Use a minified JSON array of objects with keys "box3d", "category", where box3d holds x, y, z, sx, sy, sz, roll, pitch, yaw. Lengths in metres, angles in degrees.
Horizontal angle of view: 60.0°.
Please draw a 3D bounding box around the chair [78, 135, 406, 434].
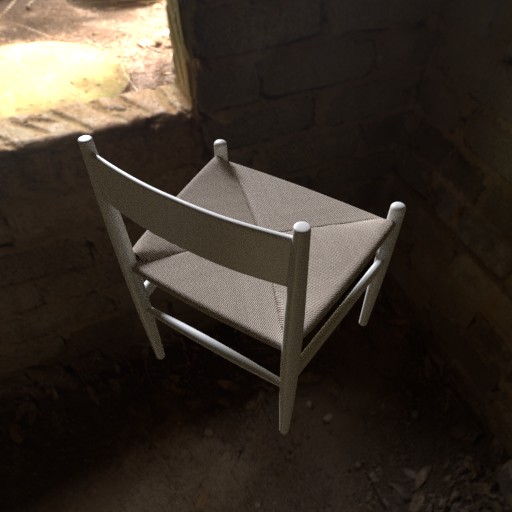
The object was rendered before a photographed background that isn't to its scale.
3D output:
[{"box3d":[0.000,0.000,1.097,0.556,0.762,0.495,24,52,21],"category":"chair"}]
